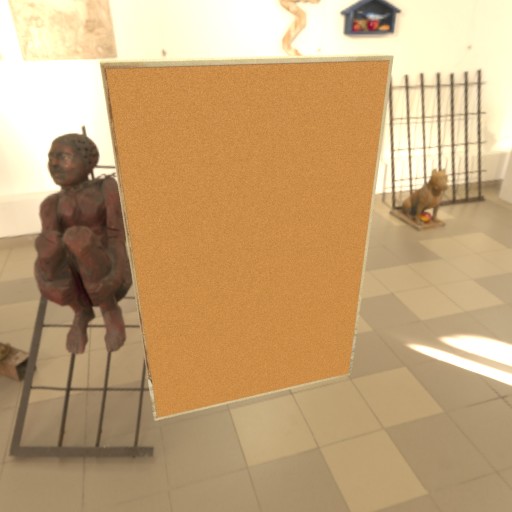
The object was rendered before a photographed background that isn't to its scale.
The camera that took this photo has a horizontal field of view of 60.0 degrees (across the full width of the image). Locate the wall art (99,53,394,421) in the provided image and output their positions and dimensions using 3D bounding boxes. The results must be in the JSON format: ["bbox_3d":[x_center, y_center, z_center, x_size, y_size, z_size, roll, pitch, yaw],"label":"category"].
[{"bbox_3d":[0.000,0.000,0.741,0.403,0.607,0.036,-8,29,-15],"label":"wall art"}]
